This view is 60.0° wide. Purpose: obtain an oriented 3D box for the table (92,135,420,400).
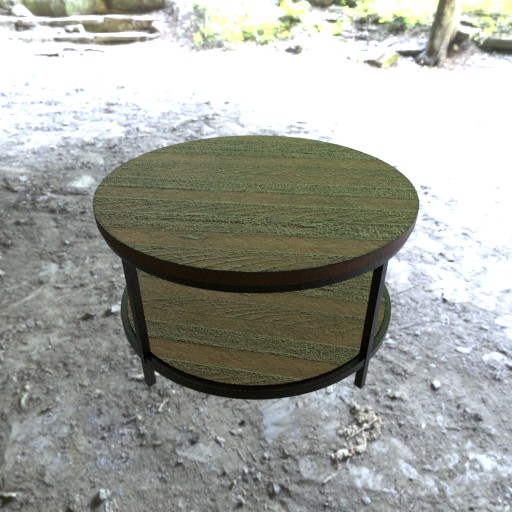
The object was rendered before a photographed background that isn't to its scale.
[{"bbox_3d":[0.000,0.000,1.312,0.837,0.462,0.837,0,33,0],"label":"table"}]
